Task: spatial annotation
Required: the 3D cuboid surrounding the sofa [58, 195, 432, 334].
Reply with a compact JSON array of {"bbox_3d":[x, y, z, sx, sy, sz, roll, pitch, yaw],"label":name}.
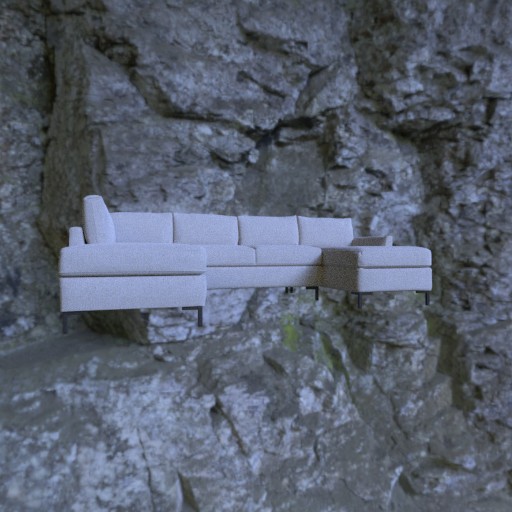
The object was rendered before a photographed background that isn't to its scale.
[{"bbox_3d":[0.000,0.000,3.869,2.984,0.862,1.989,0,1,-18],"label":"sofa"}]
